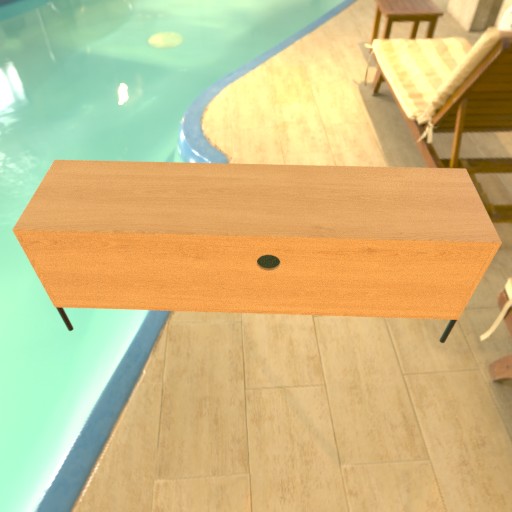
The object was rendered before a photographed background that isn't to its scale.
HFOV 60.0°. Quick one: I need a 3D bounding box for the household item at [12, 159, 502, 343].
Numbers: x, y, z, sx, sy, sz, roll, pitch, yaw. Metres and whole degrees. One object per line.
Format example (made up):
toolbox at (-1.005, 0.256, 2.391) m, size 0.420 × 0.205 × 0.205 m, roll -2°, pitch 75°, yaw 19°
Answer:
household item at (0.000, 0.000, 1.717) m, size 1.550 × 0.600 × 0.400 m, roll 2°, pitch 47°, yaw 1°
